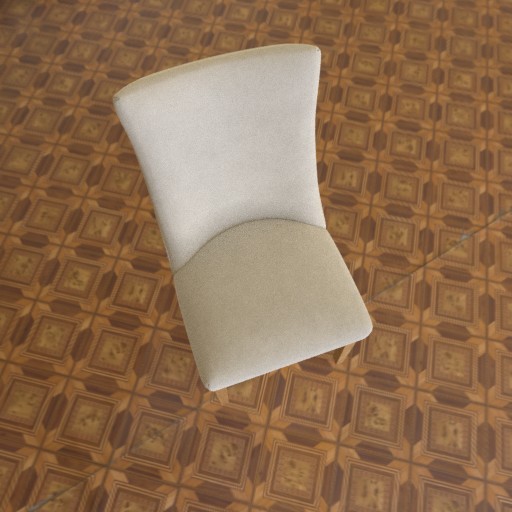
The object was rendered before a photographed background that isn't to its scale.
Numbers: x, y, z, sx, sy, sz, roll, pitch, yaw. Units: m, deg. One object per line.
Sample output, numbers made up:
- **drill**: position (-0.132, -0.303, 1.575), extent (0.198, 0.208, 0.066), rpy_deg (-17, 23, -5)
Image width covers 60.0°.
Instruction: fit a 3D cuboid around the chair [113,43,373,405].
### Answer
- **chair**: position (0.000, 0.000, 1.260), extent (0.495, 0.902, 0.610), rpy_deg (-17, 65, -8)
